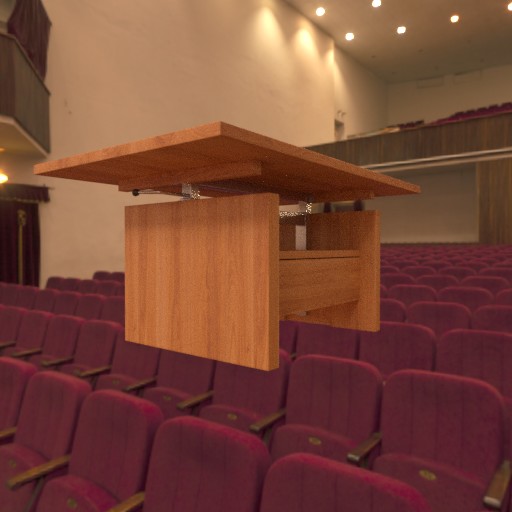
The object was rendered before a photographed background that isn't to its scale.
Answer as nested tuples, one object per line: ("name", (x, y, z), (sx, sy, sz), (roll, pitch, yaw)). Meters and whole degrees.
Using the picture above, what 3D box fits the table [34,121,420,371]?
("table", (0.000, 0.000, 1.447), (0.700, 0.510, 1.100), (1, 1, 38))
